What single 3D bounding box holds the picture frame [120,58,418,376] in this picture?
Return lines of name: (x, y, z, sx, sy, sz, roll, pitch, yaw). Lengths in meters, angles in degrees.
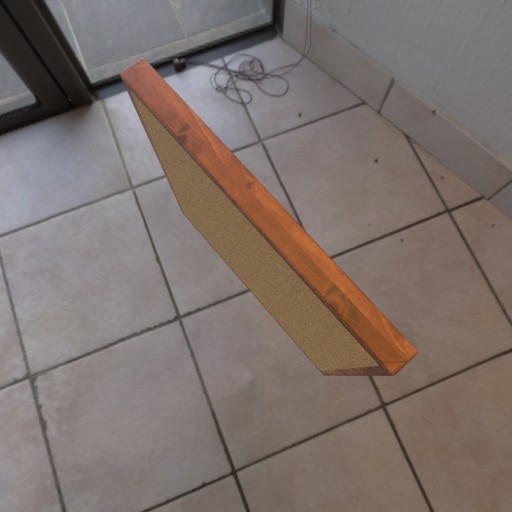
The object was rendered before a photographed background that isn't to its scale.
picture frame: (0.000, 0.000, 0.544, 0.028, 0.356, 0.352, -40, 78, -10)
